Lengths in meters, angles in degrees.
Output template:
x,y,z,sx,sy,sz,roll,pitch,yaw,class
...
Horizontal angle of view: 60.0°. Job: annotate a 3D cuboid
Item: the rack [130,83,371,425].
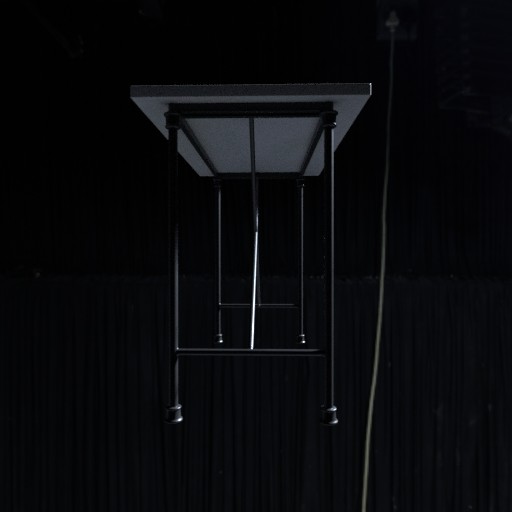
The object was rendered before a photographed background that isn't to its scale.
x,y,z,sx,sy,sz,roll,pitch,yaw,class
0.000,0.000,1.709,0.613,0.880,1.159,0,0,2,rack
